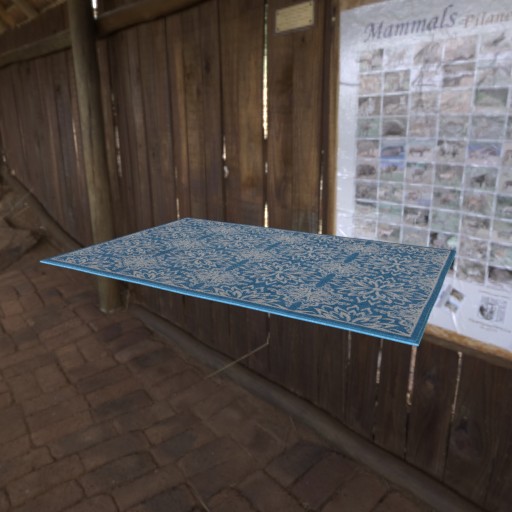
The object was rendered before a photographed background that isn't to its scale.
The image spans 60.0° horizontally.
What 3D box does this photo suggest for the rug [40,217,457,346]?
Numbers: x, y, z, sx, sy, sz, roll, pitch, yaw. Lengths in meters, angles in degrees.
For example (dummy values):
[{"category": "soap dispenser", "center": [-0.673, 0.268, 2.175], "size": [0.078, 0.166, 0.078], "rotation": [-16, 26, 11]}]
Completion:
[{"category": "rug", "center": [0.000, 0.000, 3.520], "size": [2.769, 0.018, 1.830], "rotation": [9, 19, 27]}]
